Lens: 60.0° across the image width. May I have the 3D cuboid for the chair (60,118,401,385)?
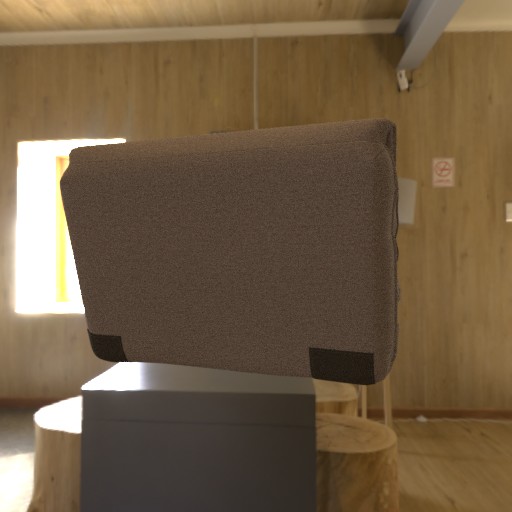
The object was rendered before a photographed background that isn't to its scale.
[{"bbox_3d":[0.000,0.000,1.315,0.820,0.580,0.780,0,0,19],"label":"chair"}]
